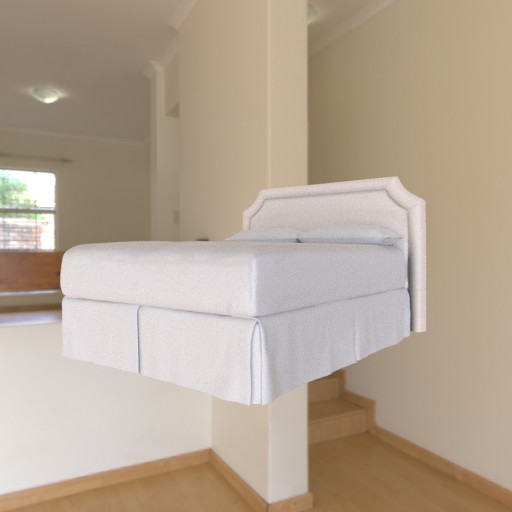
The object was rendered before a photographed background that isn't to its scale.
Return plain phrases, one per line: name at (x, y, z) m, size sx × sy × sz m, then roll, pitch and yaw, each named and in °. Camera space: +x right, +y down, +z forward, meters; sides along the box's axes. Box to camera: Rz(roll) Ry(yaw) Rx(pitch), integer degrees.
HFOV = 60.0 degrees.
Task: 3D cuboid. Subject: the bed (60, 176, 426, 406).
bed at (0.000, 0.000, 3.243) m, size 1.828 × 1.297 × 2.164 m, roll 1°, pitch 1°, yaw 37°
